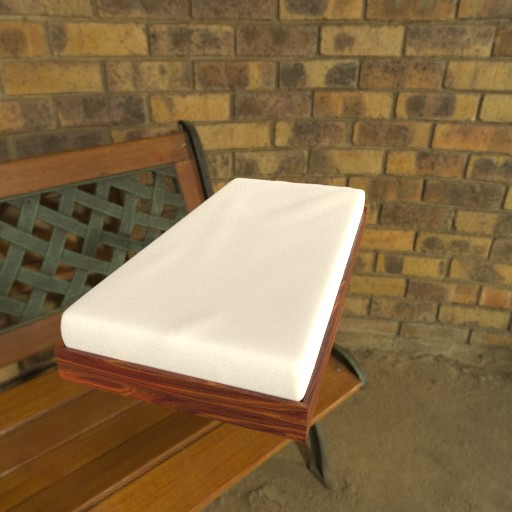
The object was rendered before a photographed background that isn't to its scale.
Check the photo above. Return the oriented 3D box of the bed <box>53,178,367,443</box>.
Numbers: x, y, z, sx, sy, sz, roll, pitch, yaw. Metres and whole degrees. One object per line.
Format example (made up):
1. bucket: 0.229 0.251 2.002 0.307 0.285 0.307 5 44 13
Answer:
1. bed: 0.000 0.000 2.265 0.940 0.312 1.860 8 28 16
